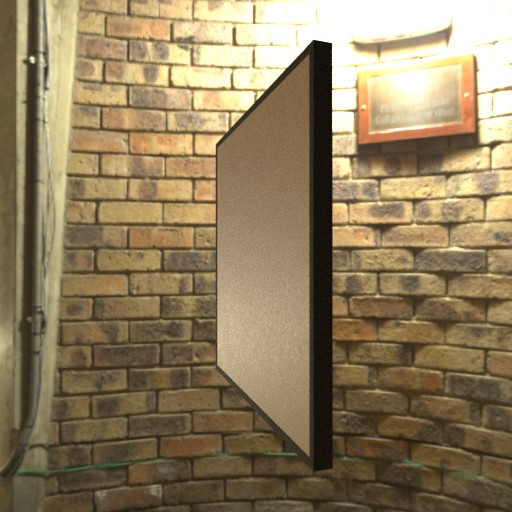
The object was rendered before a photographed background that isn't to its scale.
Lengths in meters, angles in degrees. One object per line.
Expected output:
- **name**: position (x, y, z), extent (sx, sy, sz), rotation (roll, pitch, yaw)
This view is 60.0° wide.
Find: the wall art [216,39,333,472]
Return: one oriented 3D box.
- **wall art**: position (0.000, 0.000, 1.148), extent (0.038, 0.762, 0.762), rotation (0, 0, -18)
